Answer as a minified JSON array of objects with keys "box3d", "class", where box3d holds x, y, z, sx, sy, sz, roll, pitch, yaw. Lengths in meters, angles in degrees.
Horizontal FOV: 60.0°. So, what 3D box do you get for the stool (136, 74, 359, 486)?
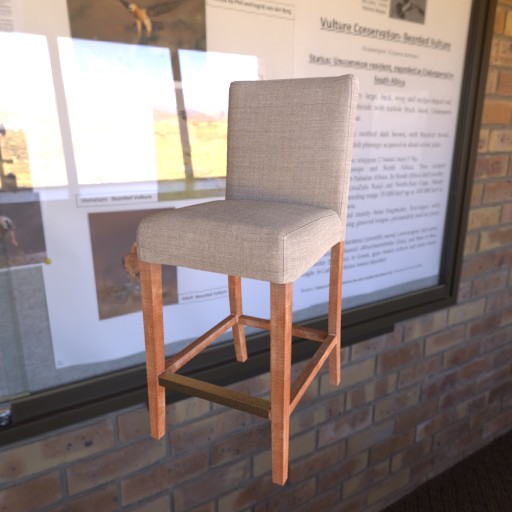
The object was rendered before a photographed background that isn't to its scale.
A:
[{"box3d":[0.000,0.000,1.318,0.454,1.039,0.567,8,17,25],"class":"stool"}]
